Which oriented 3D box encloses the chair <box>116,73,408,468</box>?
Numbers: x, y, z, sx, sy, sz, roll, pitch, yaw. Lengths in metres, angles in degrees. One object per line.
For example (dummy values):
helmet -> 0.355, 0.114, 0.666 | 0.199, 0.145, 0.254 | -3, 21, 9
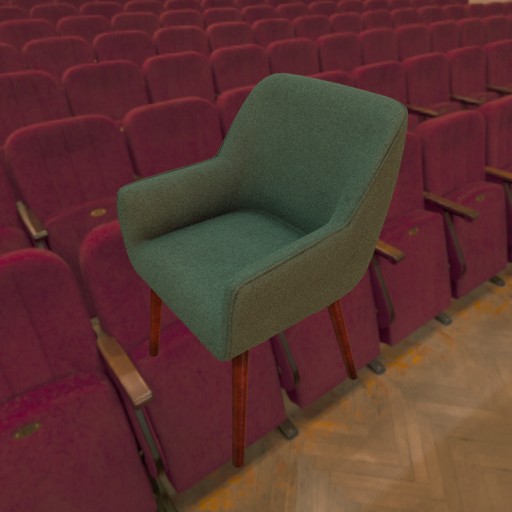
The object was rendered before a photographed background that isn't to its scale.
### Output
chair -> 0.000, 0.000, 1.160 | 0.519, 0.803, 0.543 | -22, 39, -30
